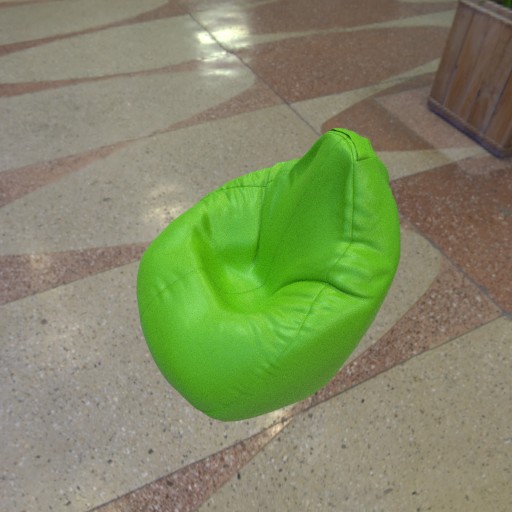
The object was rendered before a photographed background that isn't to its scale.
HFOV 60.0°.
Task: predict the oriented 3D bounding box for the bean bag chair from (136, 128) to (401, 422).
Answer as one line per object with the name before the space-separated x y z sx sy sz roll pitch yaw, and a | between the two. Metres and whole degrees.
bean bag chair | 0.000 0.000 1.884 1.070 0.990 1.070 -16 49 -15
